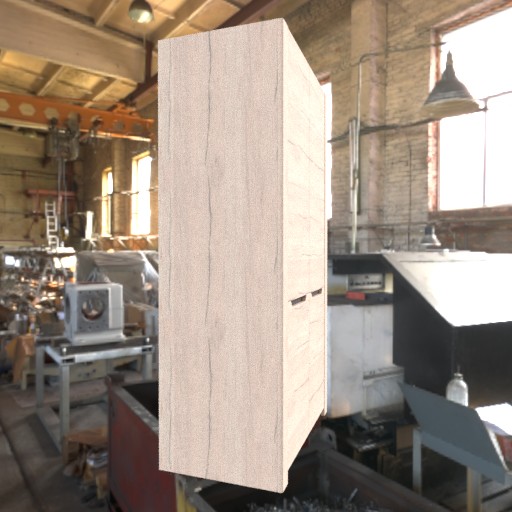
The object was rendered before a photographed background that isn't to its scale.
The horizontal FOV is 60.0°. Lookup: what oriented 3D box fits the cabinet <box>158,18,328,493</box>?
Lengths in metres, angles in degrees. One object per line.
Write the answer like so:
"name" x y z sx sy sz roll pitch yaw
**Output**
"cabinet" 0.000 0.000 2.350 0.580 1.930 0.980 0 1 20
